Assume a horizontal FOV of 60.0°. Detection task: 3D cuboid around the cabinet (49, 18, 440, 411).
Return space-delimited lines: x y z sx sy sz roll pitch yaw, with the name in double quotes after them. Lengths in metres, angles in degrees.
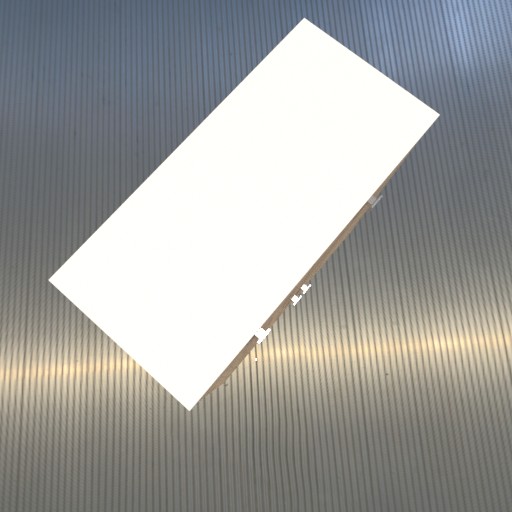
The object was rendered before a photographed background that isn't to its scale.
0.000 0.000 1.083 0.296 0.815 0.600 40 80 9 "cabinet"
